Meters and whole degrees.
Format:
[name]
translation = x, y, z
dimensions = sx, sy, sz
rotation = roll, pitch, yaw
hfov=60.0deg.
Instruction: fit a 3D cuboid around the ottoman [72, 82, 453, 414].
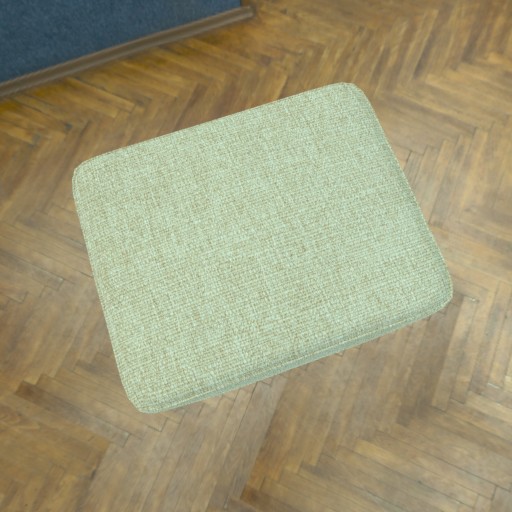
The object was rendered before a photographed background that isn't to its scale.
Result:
[ottoman]
translation = 0.000, 0.000, 1.148
dimensions = 0.738, 0.537, 0.589
rotation = -19, 76, -5
